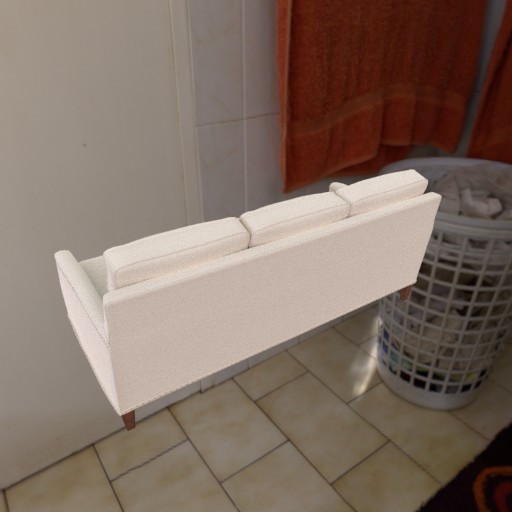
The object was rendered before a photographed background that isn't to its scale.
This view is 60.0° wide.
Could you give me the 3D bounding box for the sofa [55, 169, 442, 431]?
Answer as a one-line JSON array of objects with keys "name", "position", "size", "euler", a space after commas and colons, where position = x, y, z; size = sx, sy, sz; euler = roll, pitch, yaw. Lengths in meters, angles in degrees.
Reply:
[{"name": "sofa", "position": [0.000, 0.000, 2.860], "size": [2.246, 1.003, 1.084], "euler": [-18, 34, -29]}]
